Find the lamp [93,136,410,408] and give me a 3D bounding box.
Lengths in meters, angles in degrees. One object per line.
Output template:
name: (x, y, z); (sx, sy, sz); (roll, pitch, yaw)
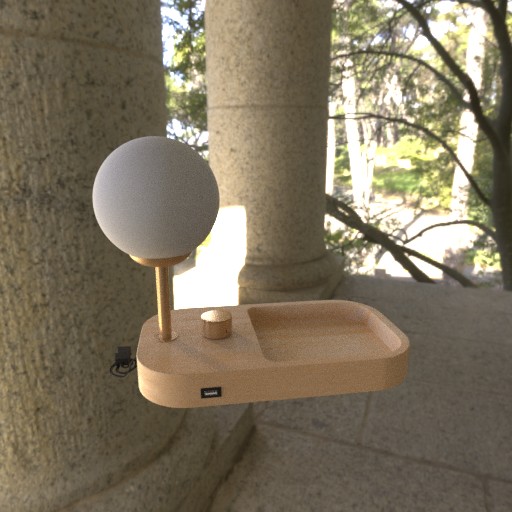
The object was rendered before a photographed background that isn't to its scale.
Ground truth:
lamp: (0.000, 0.000, 0.484); (0.331, 0.253, 0.173); (-2, 15, -9)
